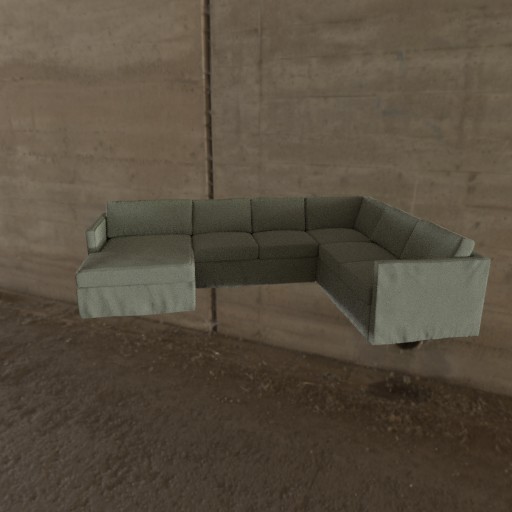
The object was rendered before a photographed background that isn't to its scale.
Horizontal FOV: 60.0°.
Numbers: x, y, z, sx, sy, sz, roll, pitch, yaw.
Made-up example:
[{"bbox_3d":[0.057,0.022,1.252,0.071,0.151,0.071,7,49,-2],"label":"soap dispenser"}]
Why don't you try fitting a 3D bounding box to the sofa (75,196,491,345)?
[{"bbox_3d":[0.000,0.000,4.489,3.434,0.869,2.440,-3,17,-9],"label":"sofa"}]
